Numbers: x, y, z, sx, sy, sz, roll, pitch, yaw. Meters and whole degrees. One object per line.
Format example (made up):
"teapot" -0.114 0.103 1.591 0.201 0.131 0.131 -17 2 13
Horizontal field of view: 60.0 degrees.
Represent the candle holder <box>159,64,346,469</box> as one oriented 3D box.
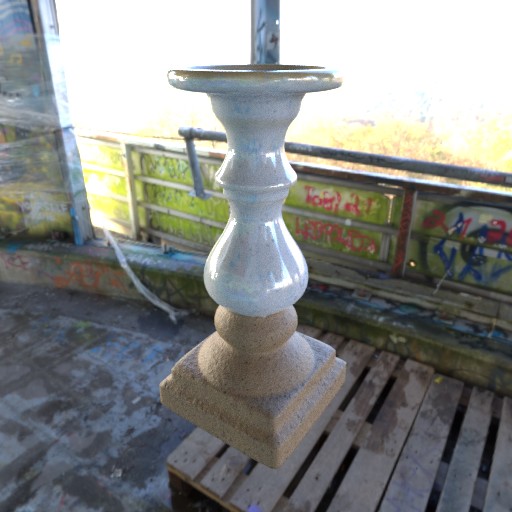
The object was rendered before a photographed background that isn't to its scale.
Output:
"candle holder" 0.000 0.000 0.304 0.110 0.239 0.110 17 30 31
